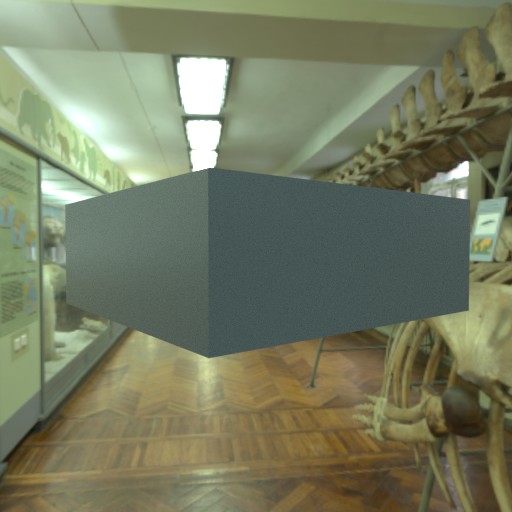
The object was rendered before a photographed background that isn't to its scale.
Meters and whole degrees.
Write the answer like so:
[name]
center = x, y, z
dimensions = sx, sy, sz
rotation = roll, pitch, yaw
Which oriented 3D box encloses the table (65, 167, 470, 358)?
[table]
center = 0.000, 0.000, 1.237
dimensions = 0.801, 0.299, 0.801
rotation = -1, 2, -38
